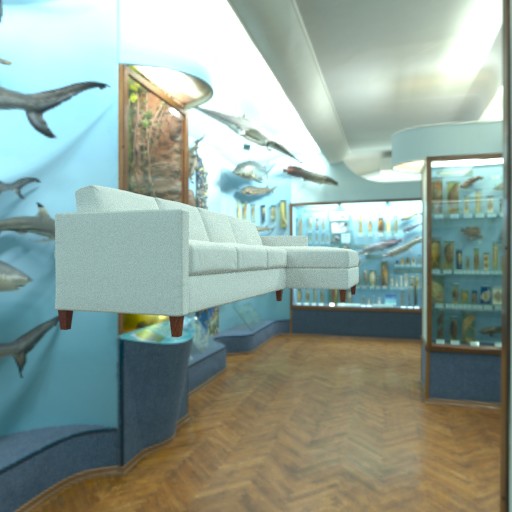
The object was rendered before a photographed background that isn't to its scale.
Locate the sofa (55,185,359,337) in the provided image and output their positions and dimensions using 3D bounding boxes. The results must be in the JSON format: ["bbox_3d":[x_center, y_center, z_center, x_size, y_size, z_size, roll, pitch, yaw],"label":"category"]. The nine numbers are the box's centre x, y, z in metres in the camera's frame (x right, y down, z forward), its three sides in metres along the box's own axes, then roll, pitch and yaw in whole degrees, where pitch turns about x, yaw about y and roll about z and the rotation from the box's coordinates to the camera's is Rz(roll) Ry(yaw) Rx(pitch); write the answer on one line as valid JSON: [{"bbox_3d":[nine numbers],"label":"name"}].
[{"bbox_3d":[0.000,0.000,4.202,1.606,0.954,3.471,0,0,19],"label":"sofa"}]
